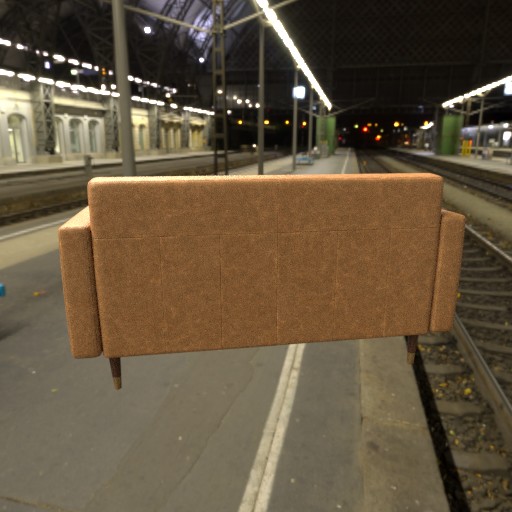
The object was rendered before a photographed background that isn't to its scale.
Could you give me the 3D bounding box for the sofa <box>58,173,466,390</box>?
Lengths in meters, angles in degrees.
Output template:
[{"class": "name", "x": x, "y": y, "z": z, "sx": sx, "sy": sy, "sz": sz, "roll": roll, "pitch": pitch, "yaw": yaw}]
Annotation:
[{"class": "sofa", "x": 0.000, "y": 0.000, "z": 2.121, "sx": 1.549, "sy": 0.820, "sz": 0.960, "roll": -2, "pitch": 15, "yaw": -9}]
